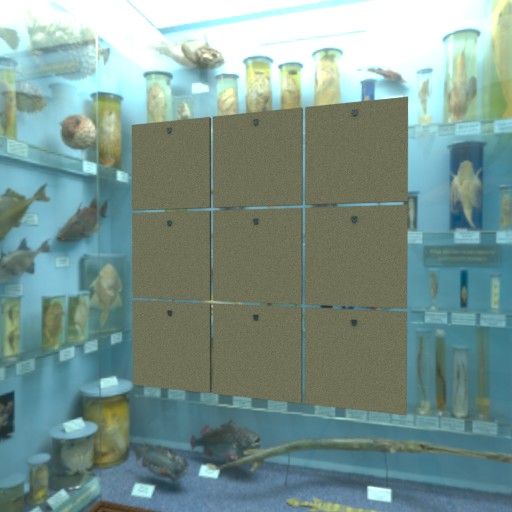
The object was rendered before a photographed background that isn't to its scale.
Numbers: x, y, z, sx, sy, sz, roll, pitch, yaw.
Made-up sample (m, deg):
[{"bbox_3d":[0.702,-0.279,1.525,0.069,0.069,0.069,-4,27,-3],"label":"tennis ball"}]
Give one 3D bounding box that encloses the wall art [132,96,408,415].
[{"bbox_3d":[0.000,0.000,1.402,0.906,0.904,0.018,0,1,18],"label":"wall art"}]
